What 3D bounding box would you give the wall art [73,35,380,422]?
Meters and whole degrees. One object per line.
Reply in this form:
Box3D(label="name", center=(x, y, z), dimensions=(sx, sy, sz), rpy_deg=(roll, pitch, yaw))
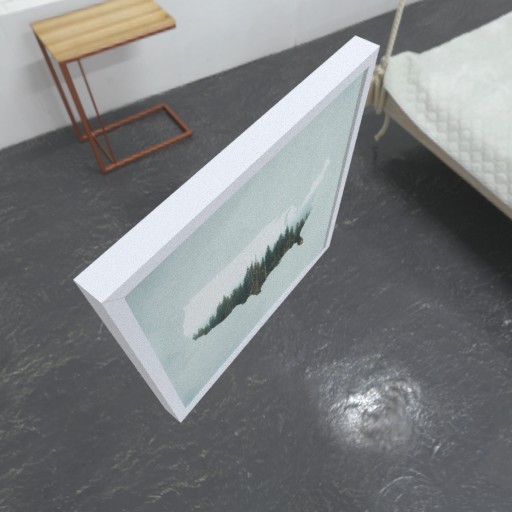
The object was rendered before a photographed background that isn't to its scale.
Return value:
Box3D(label="wall art", center=(0.000, 0.000, 0.735), dimensions=(0.040, 0.509, 0.509), rpy_deg=(34, 64, 19))
